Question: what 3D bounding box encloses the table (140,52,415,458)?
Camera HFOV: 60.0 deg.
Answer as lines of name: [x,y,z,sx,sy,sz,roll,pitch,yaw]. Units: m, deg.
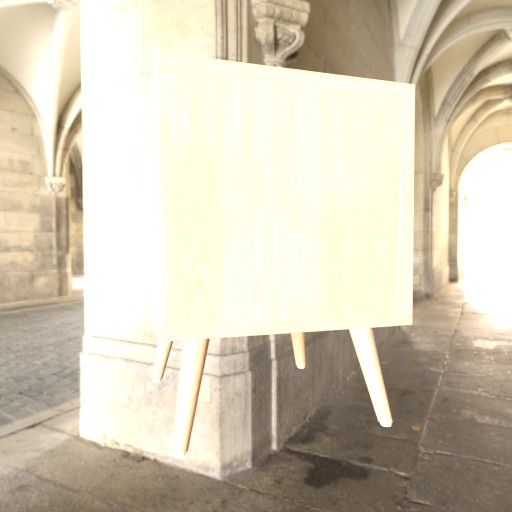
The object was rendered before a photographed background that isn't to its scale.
table: [0.000,0.000,0.837,0.400,0.550,0.400,-1,2,-18]
